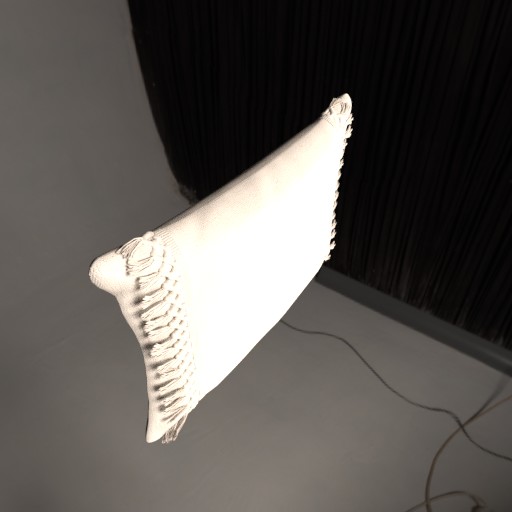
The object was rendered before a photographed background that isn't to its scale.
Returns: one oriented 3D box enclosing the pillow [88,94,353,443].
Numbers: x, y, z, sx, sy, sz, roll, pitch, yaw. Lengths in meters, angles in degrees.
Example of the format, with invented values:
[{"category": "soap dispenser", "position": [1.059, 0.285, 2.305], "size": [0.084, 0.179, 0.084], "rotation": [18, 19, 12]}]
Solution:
[{"category": "pillow", "position": [0.000, 0.000, 0.598], "size": [0.084, 0.305, 0.466], "rotation": [25, 47, 26]}]
